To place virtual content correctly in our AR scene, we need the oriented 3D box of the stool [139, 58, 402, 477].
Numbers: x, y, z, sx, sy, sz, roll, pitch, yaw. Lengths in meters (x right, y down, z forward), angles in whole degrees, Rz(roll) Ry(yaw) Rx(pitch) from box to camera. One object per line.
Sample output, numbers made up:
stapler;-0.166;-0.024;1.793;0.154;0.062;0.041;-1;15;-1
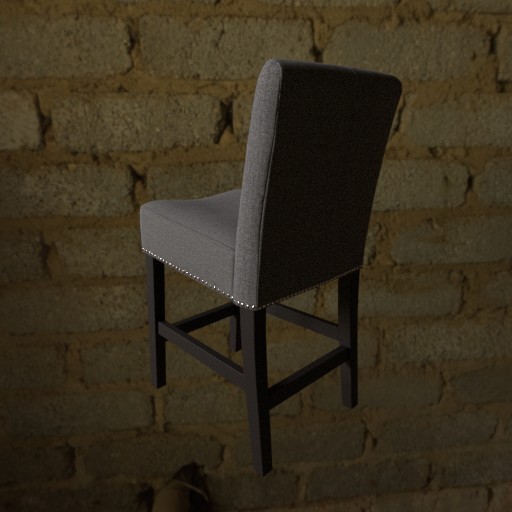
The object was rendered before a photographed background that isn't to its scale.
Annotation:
stool;0.000;0.000;1.169;0.571;0.885;0.427;16;23;43
